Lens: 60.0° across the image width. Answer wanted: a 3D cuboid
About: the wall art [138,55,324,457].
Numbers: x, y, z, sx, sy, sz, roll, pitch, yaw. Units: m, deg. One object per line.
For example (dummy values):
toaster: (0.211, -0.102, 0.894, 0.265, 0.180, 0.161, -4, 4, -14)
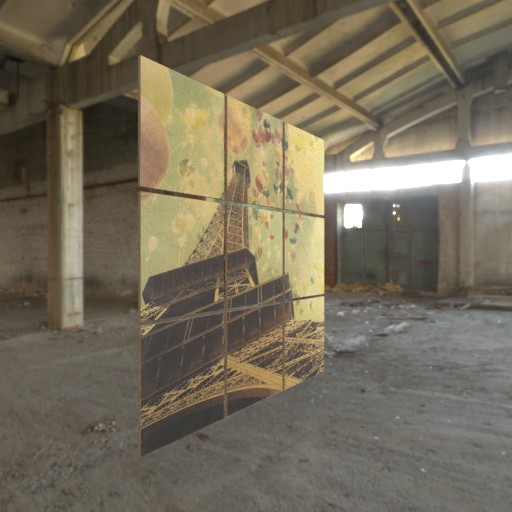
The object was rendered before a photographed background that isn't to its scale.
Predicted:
wall art: (0.000, 0.000, 1.842, 0.013, 1.218, 1.219, 0, 0, 36)
